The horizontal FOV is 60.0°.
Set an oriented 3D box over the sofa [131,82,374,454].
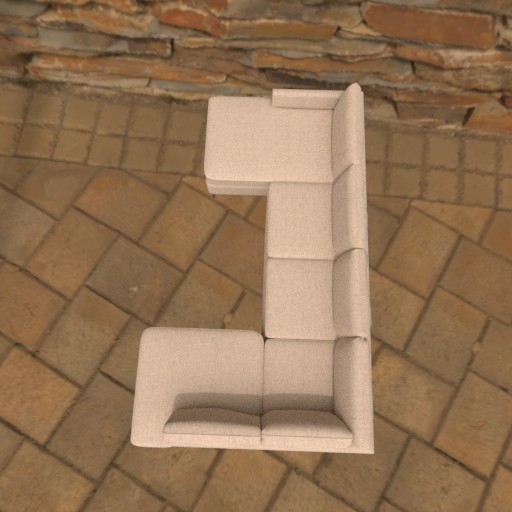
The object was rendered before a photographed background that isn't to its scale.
[{"bbox_3d":[0.000,0.000,4.212,2.021,0.996,3.423,2,75,1],"label":"sofa"}]
